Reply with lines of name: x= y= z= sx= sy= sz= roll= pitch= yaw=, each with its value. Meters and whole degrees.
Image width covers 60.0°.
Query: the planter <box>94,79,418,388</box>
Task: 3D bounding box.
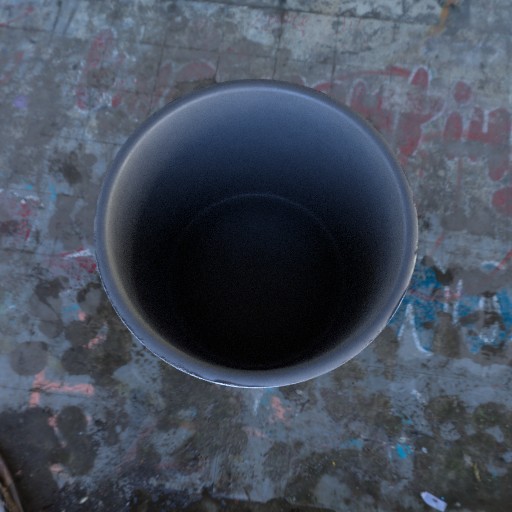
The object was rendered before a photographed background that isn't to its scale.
planter: x=0.000 y=0.000 z=0.391 sx=0.221 sy=0.201 sz=0.221 roll=0 pitch=75 yaw=0
